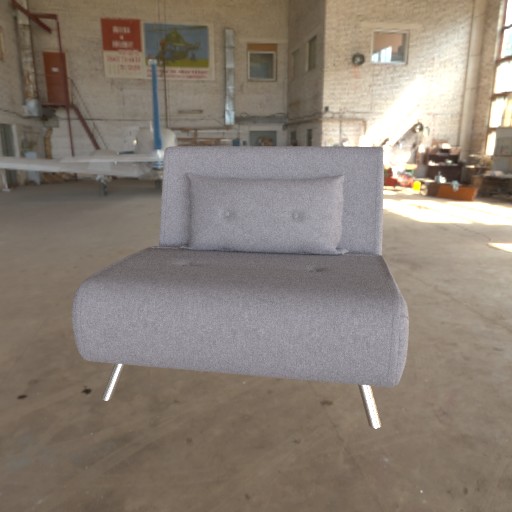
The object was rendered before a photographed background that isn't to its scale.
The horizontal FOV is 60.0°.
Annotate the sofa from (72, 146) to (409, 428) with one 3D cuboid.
[{"bbox_3d":[0.000,0.000,1.724,1.020,0.825,1.000,2,14,9],"label":"sofa"}]
